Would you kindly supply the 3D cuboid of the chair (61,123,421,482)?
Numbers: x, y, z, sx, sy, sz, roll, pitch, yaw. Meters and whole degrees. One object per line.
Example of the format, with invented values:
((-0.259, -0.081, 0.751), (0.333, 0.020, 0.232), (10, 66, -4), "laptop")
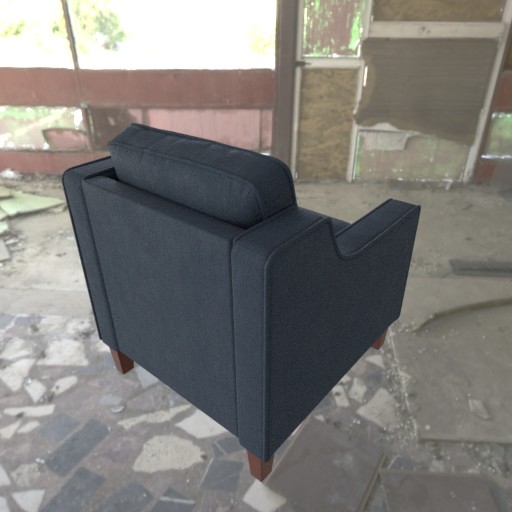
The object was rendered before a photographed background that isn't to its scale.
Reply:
((0.000, 0.000, 1.610), (0.831, 0.960, 0.909), (23, 37, 34), "chair")
